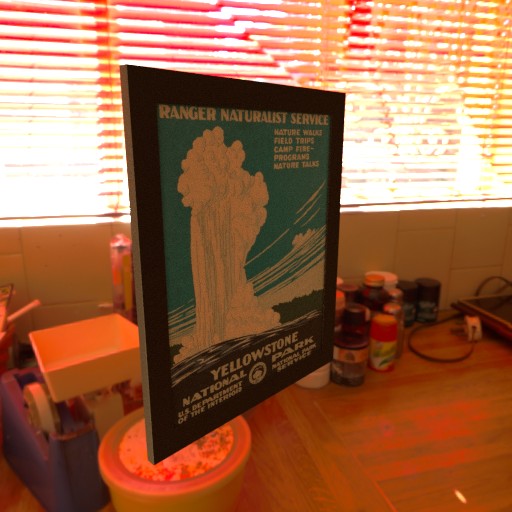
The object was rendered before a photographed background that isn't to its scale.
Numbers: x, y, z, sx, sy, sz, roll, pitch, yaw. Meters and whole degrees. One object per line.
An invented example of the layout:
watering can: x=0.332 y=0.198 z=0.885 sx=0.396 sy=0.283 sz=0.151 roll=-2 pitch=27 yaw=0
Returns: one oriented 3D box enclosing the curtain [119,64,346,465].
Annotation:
curtain: x=0.000 y=0.000 z=0.796 sx=0.027 sy=0.585 sz=0.483 roll=14 pitch=20 yaw=43
